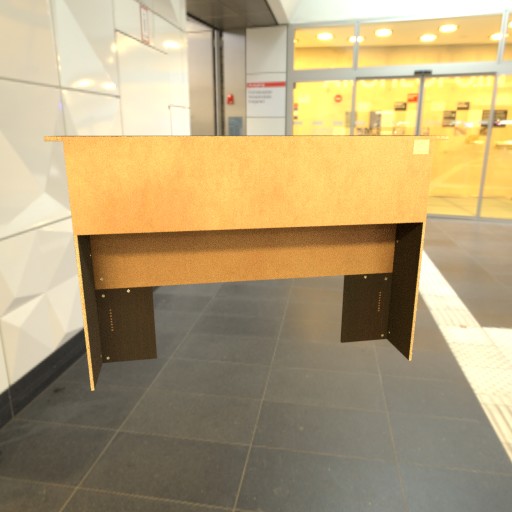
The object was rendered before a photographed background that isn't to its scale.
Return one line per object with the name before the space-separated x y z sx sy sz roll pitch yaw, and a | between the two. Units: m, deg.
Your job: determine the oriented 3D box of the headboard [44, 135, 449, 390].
headboard | 0.000 0.000 2.086 1.671 1.092 0.279 -3 16 -10
